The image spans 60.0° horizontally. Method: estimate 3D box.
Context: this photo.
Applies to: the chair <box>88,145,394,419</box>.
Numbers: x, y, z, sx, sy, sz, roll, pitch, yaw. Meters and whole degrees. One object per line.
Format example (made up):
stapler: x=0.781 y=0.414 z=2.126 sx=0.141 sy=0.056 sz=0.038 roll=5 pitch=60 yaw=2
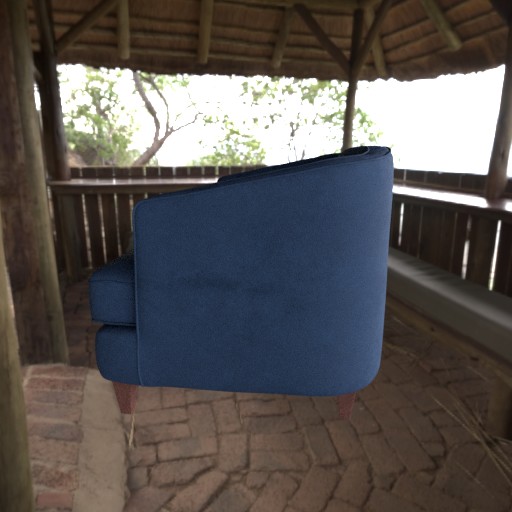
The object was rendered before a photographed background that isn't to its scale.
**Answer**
chair: x=0.000 y=0.000 z=1.761 sx=0.940 sy=0.852 sz=1.094 roll=2 pitch=14 yaw=9
